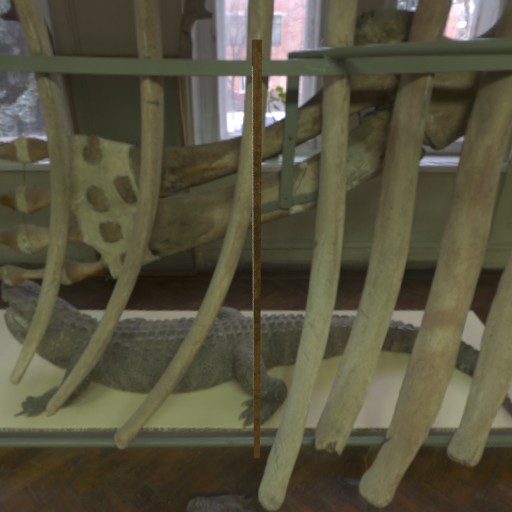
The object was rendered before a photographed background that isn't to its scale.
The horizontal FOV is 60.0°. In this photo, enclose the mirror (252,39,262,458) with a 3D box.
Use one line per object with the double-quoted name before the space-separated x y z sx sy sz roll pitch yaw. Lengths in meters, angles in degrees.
"mirror" 0.000 0.000 2.322 0.032 2.031 0.812 0 26 -1
